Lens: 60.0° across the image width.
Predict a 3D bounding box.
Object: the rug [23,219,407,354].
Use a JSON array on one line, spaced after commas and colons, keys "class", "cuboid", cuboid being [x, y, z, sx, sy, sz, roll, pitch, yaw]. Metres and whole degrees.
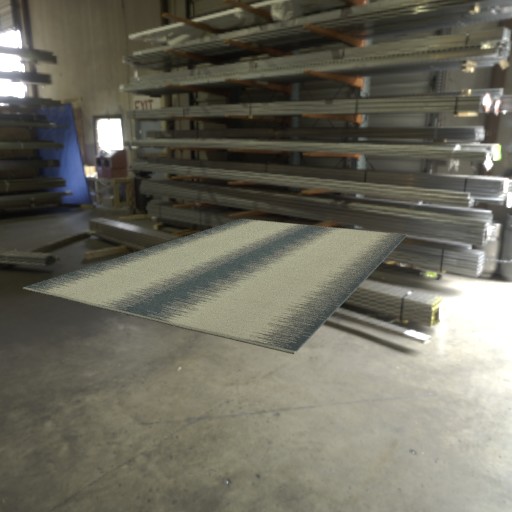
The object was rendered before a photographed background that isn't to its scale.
[{"class": "rug", "cuboid": [0.000, 0.000, 2.355, 1.234, 0.006, 1.854, 8, 17, 27]}]
